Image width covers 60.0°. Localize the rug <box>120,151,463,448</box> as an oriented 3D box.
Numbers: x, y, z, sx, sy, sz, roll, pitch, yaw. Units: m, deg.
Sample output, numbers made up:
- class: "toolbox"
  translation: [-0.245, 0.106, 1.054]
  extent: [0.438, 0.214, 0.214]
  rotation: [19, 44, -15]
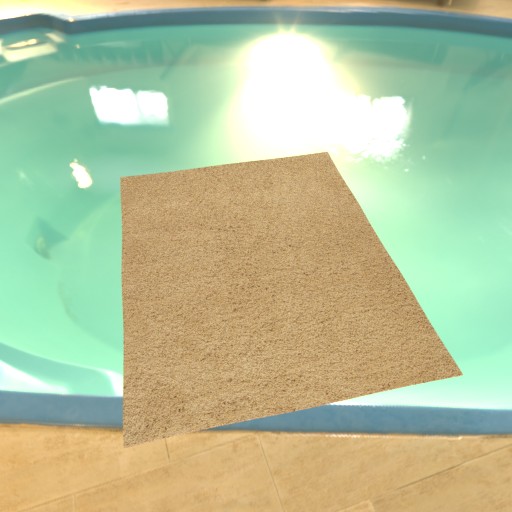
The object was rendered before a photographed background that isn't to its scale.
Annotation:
- class: "rug"
  translation: [0.000, 0.000, 4.045]
  extent: [2.400, 0.025, 3.000]
  rotation: [-9, 46, -9]
